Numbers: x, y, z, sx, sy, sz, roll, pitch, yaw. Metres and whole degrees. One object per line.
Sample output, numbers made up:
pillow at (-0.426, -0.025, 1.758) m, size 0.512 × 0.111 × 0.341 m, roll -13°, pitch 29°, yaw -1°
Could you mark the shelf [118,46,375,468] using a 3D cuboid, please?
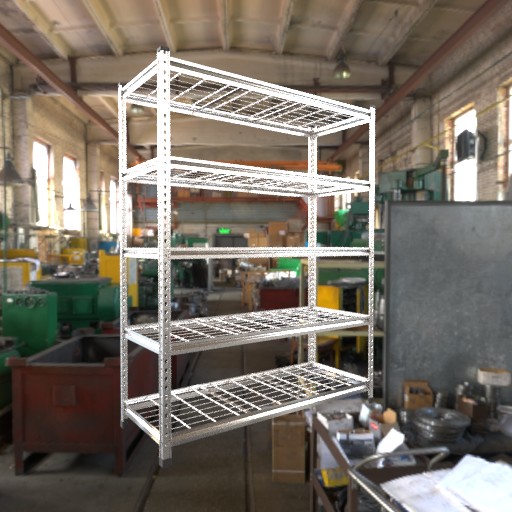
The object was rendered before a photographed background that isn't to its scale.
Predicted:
shelf at (0.000, 0.000, 2.766) m, size 1.524 × 1.981 × 0.610 m, roll -1°, pitch 2°, yaw -36°
